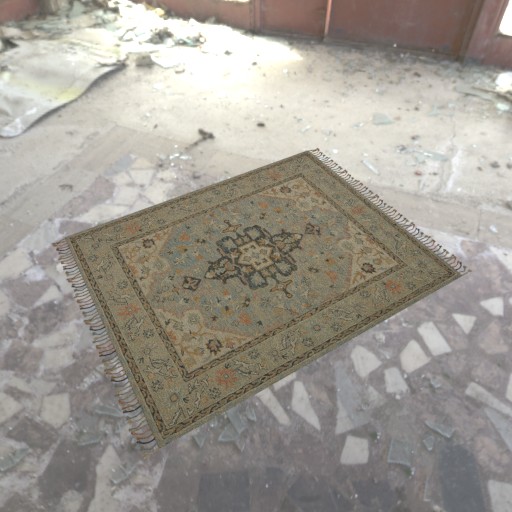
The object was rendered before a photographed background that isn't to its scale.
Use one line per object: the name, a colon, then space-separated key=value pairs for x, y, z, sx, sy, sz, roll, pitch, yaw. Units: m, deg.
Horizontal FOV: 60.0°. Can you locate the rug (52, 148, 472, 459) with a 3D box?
rug: x=0.000 y=0.000 z=3.452 sx=2.651 sy=0.010 sz=1.971 roll=-24 pitch=51 yaw=-21
